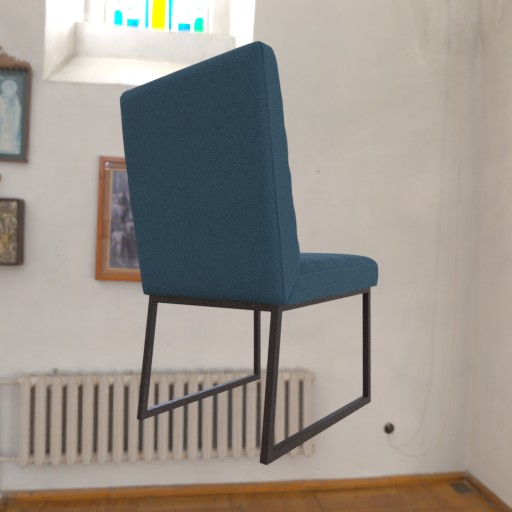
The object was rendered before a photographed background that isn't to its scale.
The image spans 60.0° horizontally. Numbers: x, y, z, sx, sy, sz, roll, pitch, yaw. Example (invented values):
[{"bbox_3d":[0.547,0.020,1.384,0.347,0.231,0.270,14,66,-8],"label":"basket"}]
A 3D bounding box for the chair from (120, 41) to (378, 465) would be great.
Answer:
[{"bbox_3d":[0.000,0.000,1.324,0.520,0.930,0.634,0,-1,38],"label":"chair"}]
